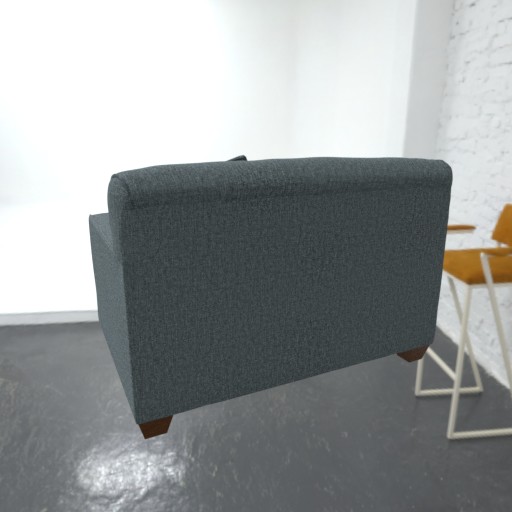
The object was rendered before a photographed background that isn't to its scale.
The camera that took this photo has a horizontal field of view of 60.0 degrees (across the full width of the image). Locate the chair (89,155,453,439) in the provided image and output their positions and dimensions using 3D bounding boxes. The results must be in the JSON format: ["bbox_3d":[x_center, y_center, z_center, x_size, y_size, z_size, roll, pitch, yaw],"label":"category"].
[{"bbox_3d":[0.000,0.000,2.075,1.383,0.948,1.000,-7,17,-25],"label":"chair"}]
